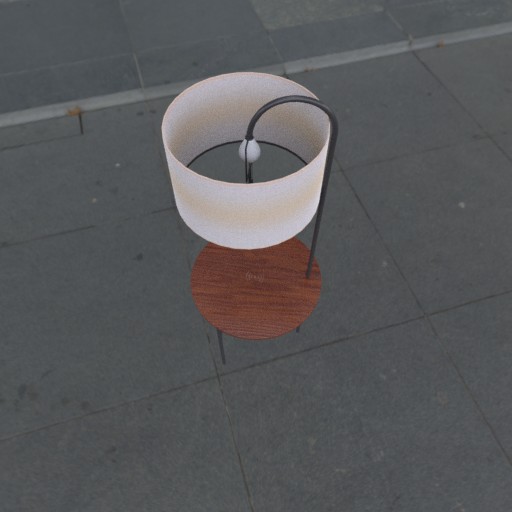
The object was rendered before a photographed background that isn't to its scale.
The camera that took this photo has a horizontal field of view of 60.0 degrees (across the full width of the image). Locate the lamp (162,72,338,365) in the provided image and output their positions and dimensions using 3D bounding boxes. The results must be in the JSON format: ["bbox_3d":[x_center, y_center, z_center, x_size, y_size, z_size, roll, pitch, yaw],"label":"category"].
[{"bbox_3d":[0.000,0.000,1.802,0.573,1.517,0.573,0,56,0],"label":"lamp"}]
